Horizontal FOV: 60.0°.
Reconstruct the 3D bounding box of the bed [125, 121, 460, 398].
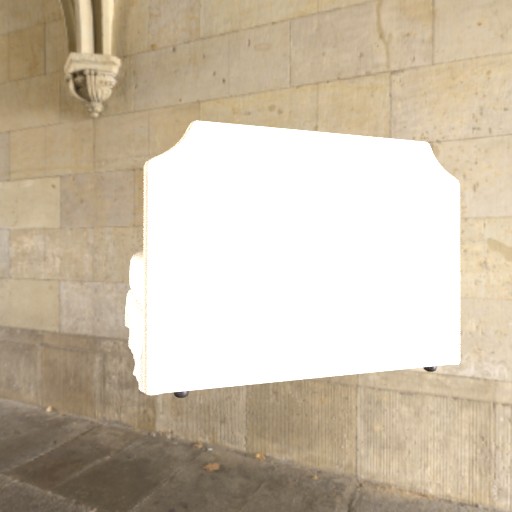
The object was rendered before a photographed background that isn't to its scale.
[{"bbox_3d":[0.000,0.000,3.841,2.134,1.524,2.548,0,1,-18],"label":"bed"}]
